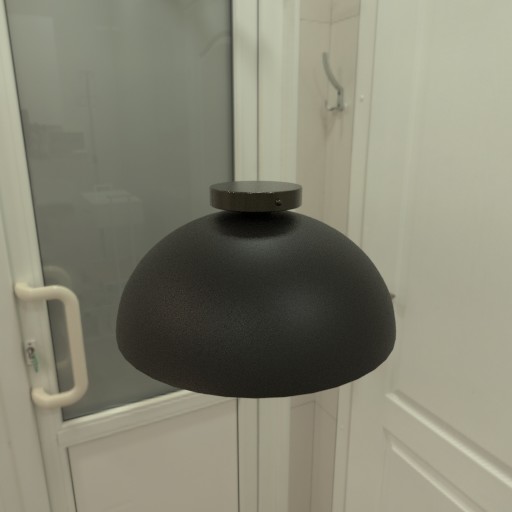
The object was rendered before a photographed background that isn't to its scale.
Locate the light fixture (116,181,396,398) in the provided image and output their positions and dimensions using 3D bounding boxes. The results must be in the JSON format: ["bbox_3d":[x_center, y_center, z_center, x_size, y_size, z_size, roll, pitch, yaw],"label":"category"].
[{"bbox_3d":[0.000,0.000,0.563,0.355,0.177,0.355,0,16,0],"label":"light fixture"}]
